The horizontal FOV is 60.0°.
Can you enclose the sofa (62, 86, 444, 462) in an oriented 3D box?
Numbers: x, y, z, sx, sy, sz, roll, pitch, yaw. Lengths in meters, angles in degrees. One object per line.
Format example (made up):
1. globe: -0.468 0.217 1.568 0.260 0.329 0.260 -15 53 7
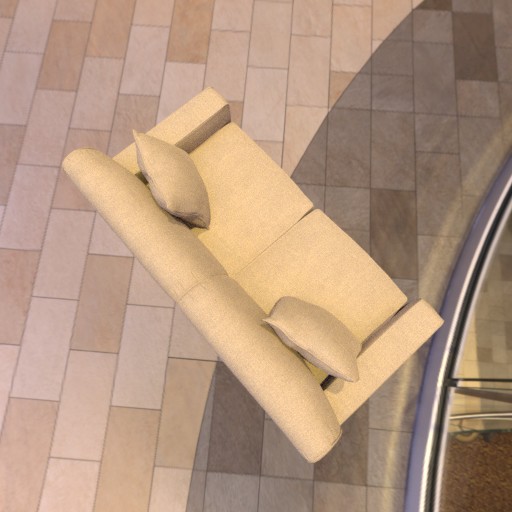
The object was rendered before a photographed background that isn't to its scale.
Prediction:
1. sofa: 0.000 0.000 2.476 0.998 0.958 1.846 -40 78 -10
